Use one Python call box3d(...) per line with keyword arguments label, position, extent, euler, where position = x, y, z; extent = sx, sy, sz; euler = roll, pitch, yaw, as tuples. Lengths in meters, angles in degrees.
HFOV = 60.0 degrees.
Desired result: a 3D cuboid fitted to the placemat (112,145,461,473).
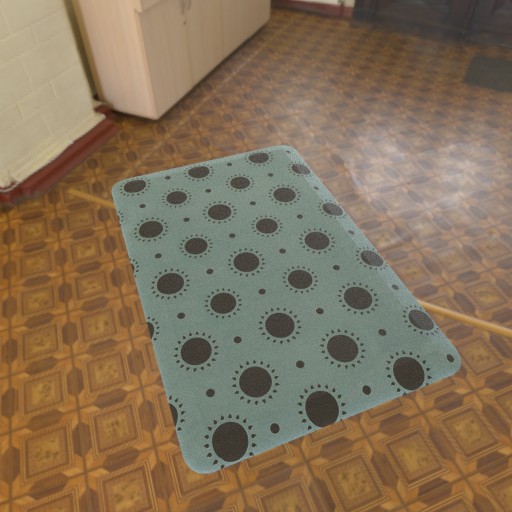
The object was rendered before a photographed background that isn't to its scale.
box3d(label="placemat", position=(0.000, 0.000, 0.950), extent=(0.508, 0.021, 0.762), euler=(-16, 49, -15))
